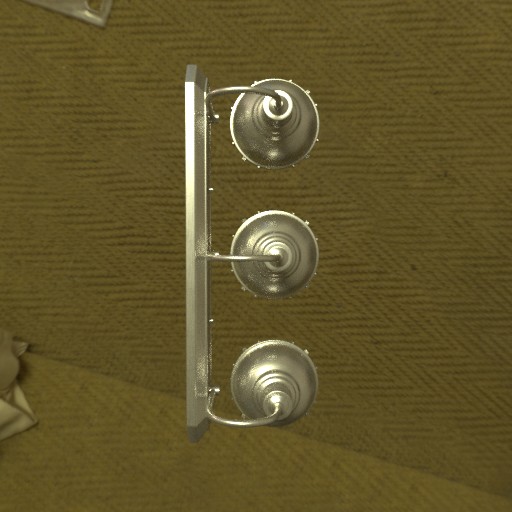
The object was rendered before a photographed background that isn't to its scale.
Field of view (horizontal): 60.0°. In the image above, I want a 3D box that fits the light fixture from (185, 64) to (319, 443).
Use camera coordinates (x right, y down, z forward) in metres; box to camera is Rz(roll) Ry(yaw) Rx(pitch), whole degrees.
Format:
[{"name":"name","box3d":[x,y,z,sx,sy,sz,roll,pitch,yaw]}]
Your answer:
[{"name":"light fixture","box3d":[0.000,0.000,0.746,0.229,0.254,0.634,0,92,0]}]
